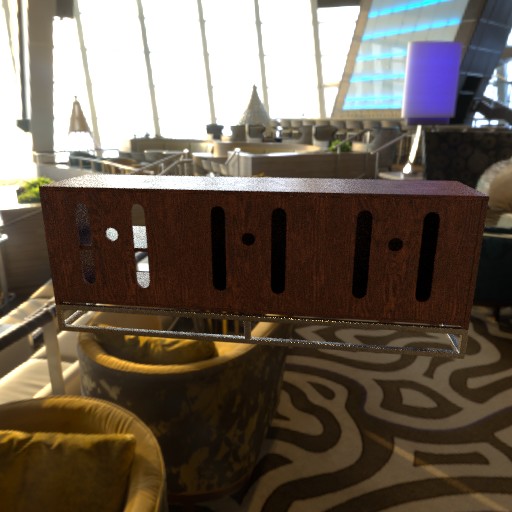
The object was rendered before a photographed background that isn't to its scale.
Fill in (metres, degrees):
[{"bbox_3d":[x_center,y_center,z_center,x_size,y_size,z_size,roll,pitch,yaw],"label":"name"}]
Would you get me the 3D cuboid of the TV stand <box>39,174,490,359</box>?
[{"bbox_3d":[0.000,0.000,1.764,1.541,0.578,0.382,2,17,8],"label":"TV stand"}]
